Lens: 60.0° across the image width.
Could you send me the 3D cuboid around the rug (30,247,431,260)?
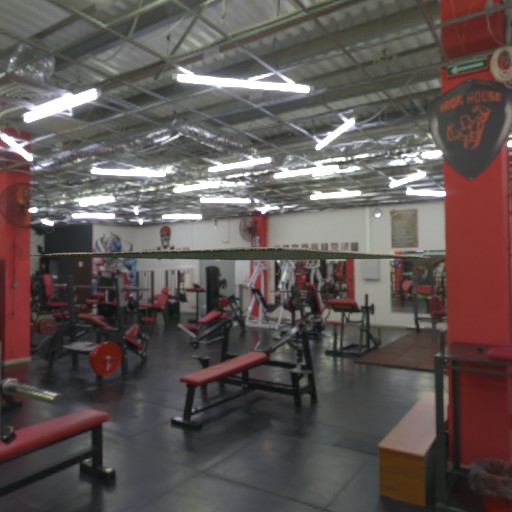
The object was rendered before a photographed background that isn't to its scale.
[{"bbox_3d":[0.000,0.000,4.170,2.426,0.034,3.061,-1,-2,36],"label":"rug"}]
